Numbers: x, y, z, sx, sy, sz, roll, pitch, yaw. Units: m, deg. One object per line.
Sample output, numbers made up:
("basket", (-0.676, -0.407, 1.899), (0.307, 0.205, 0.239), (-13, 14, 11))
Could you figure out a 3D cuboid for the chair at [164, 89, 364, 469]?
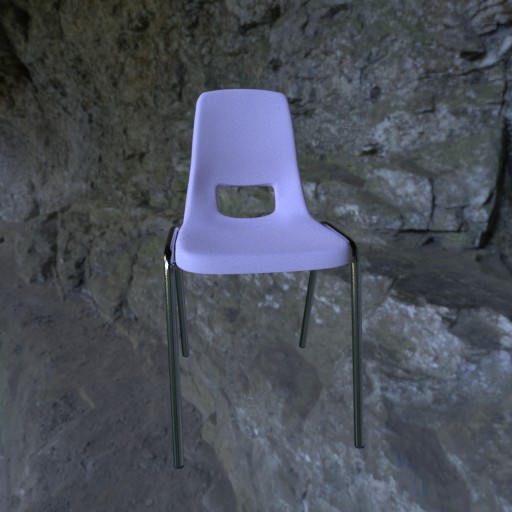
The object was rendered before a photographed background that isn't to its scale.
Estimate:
("chair", (0.000, 0.000, 0.966), (0.381, 0.704, 0.436), (-3, 18, -8))
